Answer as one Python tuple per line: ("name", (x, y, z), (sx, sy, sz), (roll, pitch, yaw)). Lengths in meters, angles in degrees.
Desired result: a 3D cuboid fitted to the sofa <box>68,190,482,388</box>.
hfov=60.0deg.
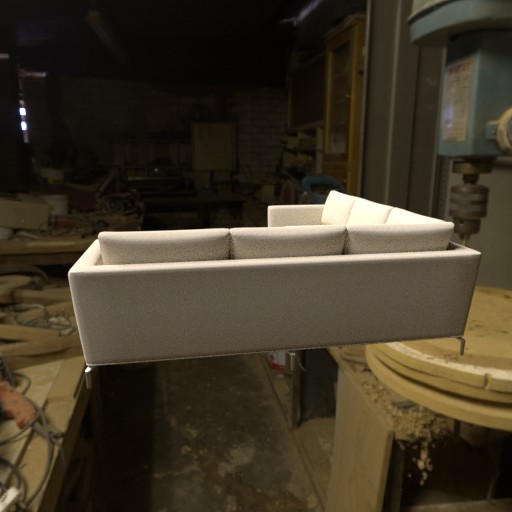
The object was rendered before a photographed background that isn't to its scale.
("sofa", (0.000, 0.000, 3.740), (2.448, 0.867, 2.430), (-2, 14, -10))
